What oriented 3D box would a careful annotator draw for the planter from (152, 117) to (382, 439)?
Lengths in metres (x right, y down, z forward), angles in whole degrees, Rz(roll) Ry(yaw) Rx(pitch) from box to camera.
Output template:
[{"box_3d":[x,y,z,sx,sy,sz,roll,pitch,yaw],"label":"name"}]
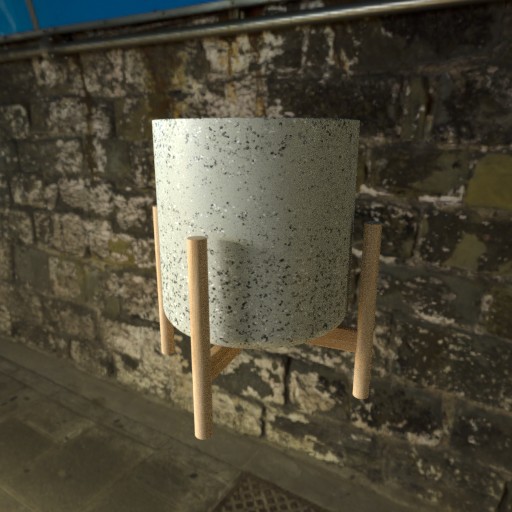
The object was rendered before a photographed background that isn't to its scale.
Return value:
[{"box_3d":[0.000,0.000,0.718,0.360,0.419,0.360,-15,21,-42],"label":"planter"}]
